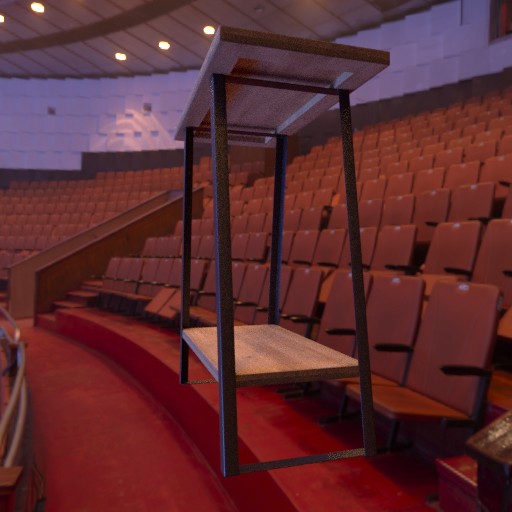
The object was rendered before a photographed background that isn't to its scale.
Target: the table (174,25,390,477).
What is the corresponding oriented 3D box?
[{"bbox_3d":[0.000,0.000,1.002,0.300,0.701,0.599,0,0,-17],"label":"table"}]
